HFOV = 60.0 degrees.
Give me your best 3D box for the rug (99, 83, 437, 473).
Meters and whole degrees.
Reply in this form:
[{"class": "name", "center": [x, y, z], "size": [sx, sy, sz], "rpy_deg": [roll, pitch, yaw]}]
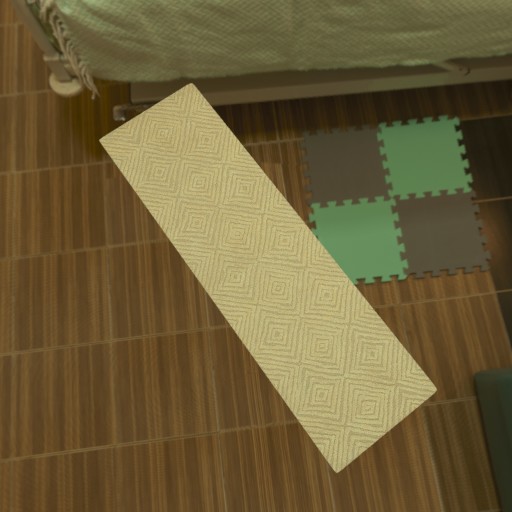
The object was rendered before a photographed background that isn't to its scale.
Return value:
[{"class": "rug", "center": [0.000, 0.000, 2.483], "size": [0.676, 0.008, 2.277], "rpy_deg": [-35, 78, -9]}]
